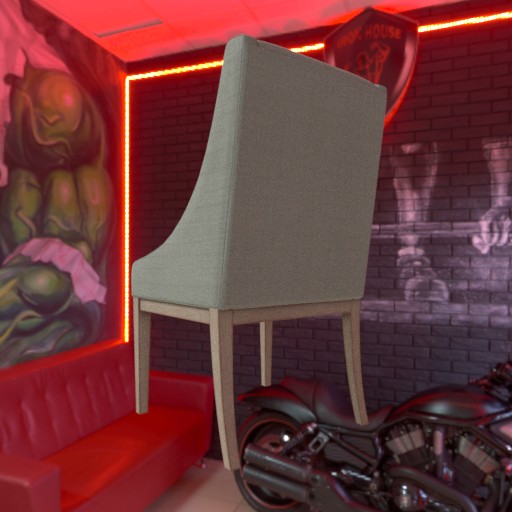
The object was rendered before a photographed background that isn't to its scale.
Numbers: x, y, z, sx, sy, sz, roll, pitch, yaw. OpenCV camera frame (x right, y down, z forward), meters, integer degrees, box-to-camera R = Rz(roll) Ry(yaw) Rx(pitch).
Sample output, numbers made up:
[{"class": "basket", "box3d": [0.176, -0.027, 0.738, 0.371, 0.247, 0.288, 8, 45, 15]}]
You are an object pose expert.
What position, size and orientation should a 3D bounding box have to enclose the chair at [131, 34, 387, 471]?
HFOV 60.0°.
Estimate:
[{"class": "chair", "box3d": [0.000, 0.000, 1.389, 0.575, 1.021, 0.611, 0, -1, -37]}]
